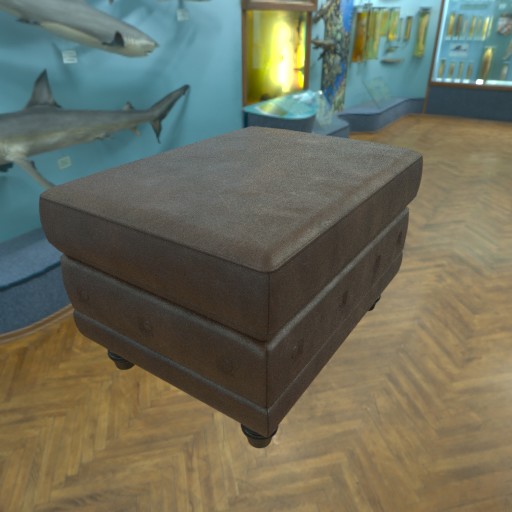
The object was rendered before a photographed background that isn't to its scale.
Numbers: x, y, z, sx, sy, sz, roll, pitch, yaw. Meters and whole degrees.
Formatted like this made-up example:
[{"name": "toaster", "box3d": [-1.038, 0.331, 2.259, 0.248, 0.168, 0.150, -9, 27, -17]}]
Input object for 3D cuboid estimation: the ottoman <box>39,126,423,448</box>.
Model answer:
[{"name": "ottoman", "box3d": [0.000, 0.000, 1.162, 0.588, 0.509, 0.795, 18, 33, 30]}]
